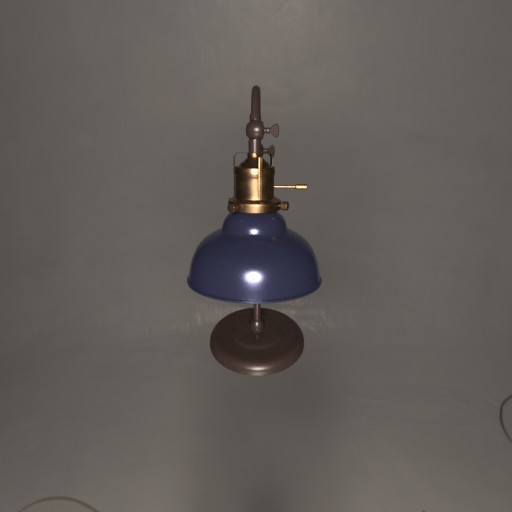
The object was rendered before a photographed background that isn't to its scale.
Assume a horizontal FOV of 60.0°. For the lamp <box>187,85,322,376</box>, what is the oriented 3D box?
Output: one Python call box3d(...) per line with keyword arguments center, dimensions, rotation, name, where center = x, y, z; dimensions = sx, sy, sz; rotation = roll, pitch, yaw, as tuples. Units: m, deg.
box3d(center=(0.000, 0.000, 0.701), dimensions=(0.192, 0.508, 0.374), rotation=(1, 30, 1), name="lamp")
